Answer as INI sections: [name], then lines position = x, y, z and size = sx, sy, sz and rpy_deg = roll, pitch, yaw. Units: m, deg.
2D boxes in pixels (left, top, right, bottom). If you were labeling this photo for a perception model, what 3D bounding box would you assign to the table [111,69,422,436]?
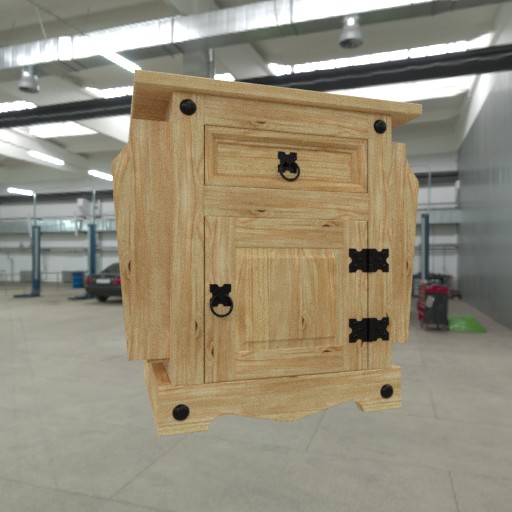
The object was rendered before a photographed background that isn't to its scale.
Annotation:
[table]
position = 0.000, 0.000, 0.859
size = 0.530, 0.515, 0.380
rpy_deg = 0, 0, -17
